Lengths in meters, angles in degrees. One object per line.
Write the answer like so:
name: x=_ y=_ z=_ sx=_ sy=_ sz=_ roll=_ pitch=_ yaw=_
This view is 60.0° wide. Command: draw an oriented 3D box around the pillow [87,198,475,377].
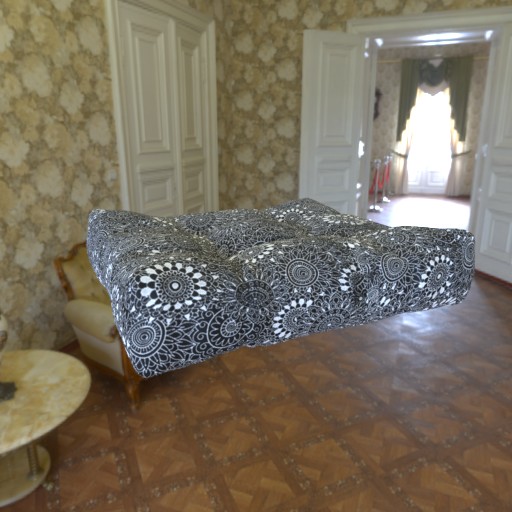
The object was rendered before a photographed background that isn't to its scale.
pillow: x=0.000 y=0.000 z=0.724 sx=0.490 sy=0.128 sz=0.468 roll=-7 pitch=16 yaw=-24
